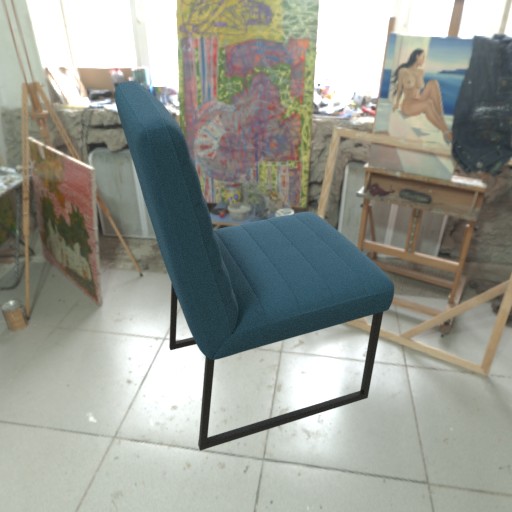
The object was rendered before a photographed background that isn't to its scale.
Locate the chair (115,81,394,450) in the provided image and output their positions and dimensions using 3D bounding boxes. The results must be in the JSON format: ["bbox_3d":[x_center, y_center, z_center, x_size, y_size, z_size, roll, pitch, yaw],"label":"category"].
[{"bbox_3d":[0.000,0.000,1.293,0.634,0.930,0.520,-11,32,-17],"label":"chair"}]
